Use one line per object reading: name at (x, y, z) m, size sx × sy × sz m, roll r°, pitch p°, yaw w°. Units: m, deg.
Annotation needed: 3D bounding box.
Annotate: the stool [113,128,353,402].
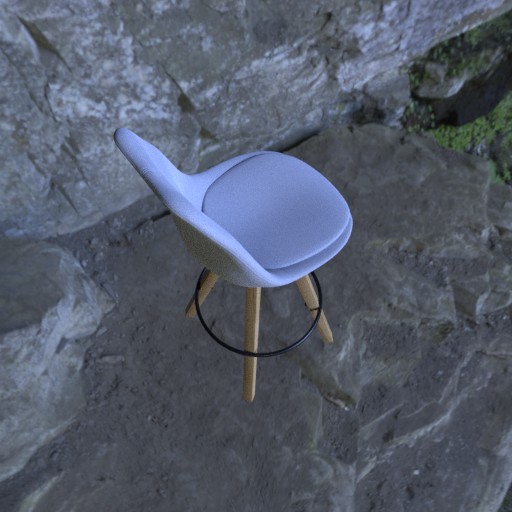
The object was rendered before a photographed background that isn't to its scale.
stool at (0.000, 0.000, 1.391) m, size 0.550 × 1.115 × 0.484 m, roll -32°, pitch 63°, yaw -18°
